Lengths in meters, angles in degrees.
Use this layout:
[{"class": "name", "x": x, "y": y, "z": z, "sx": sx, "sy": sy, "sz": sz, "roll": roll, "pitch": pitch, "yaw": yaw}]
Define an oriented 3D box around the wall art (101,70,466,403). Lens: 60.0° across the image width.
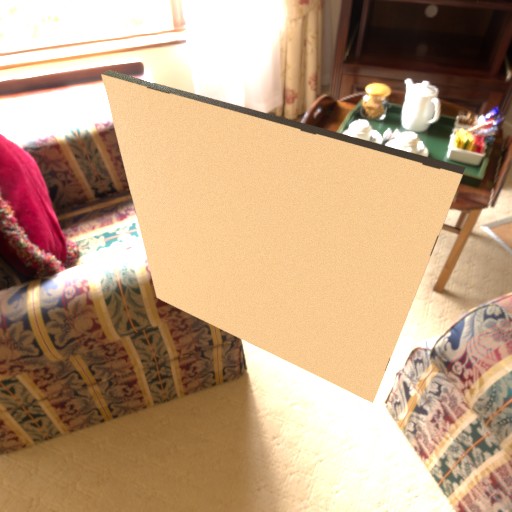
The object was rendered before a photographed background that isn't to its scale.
[{"class": "wall art", "x": 0.000, "y": 0.000, "z": 0.646, "sx": 0.446, "sy": 0.445, "sz": 0.014, "roll": 22, "pitch": 49, "yaw": 21}]
